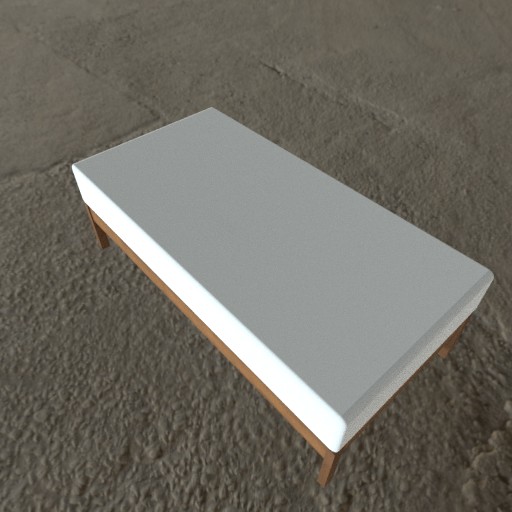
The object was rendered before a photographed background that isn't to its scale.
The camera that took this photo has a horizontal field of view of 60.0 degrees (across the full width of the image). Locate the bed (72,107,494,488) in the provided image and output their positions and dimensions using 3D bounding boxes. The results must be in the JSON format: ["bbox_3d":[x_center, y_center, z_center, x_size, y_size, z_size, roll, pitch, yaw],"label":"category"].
[{"bbox_3d":[0.000,0.000,2.305,0.961,0.616,1.902,-33,54,-28],"label":"bed"}]
